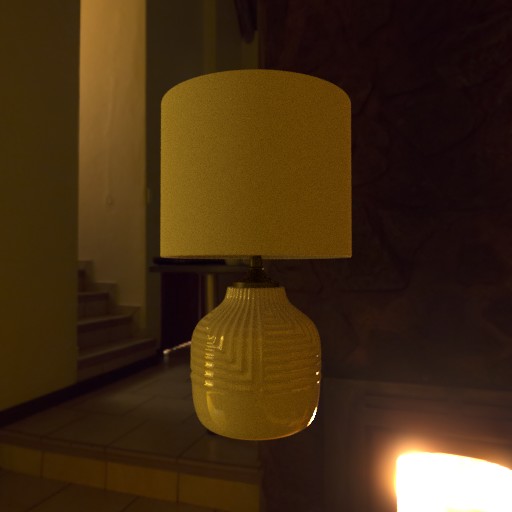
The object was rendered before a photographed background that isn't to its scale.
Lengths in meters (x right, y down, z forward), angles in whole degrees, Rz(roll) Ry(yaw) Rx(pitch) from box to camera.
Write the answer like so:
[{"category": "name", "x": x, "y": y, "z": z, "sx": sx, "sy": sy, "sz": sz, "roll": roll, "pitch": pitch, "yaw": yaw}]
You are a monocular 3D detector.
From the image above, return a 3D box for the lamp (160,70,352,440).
[{"category": "lamp", "x": 0.000, "y": 0.000, "z": 0.753, "sx": 0.318, "sy": 0.567, "sz": 0.318, "roll": 0, "pitch": -1, "yaw": 0}]
